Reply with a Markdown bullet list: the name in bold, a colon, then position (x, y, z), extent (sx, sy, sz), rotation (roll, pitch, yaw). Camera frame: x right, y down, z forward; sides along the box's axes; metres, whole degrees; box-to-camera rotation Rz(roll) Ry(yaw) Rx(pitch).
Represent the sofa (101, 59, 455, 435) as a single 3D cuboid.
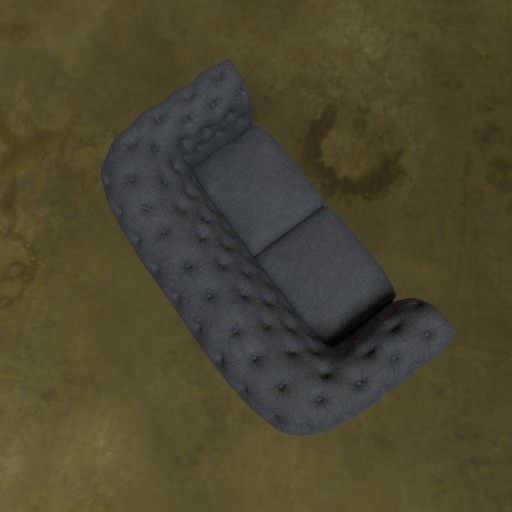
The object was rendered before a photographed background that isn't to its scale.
- **sofa**: position (0.000, 0.000, 2.598), extent (1.082, 0.833, 1.988), rotation (-36, 79, -8)
